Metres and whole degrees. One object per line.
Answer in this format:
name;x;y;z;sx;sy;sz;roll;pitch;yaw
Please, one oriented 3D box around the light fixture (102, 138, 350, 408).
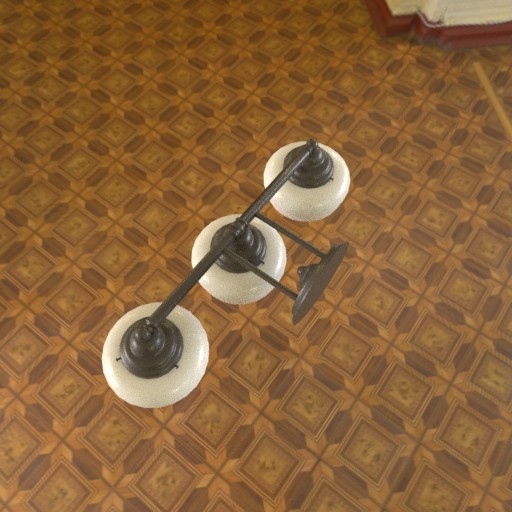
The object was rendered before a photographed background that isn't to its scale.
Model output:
light fixture;0.000;0.000;0.721;0.239;0.242;0.587;34;67;16
